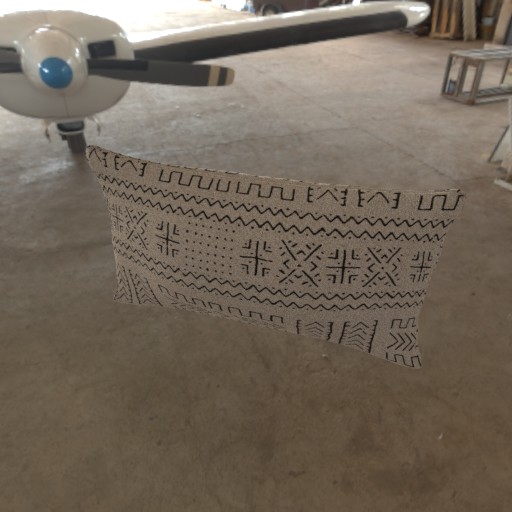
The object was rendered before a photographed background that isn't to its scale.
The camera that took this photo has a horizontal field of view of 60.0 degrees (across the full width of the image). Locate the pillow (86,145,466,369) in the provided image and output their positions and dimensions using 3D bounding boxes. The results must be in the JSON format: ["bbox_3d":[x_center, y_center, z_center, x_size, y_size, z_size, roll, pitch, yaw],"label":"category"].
[{"bbox_3d":[0.000,0.000,0.803,0.637,0.352,0.188,10,35,15],"label":"pillow"}]
